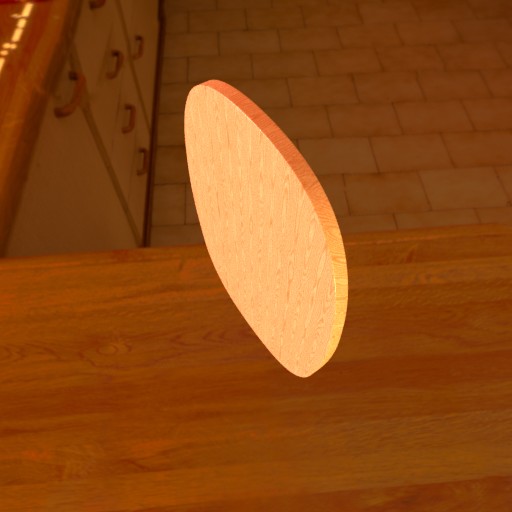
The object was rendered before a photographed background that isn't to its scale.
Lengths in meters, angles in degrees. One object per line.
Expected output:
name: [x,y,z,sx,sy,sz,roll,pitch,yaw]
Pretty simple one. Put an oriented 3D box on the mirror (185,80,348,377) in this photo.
mirror: [0.000,0.000,1.353,0.037,1.075,0.724,-30,62,-18]
